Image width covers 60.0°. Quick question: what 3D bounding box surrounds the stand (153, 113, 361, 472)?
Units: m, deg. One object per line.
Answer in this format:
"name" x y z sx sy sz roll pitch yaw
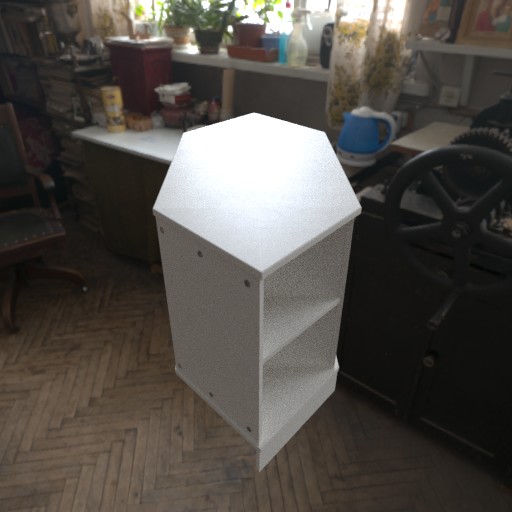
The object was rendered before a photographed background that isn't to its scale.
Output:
"stand" 0.000 0.000 1.402 0.477 0.614 1.072 -1 33 -1
